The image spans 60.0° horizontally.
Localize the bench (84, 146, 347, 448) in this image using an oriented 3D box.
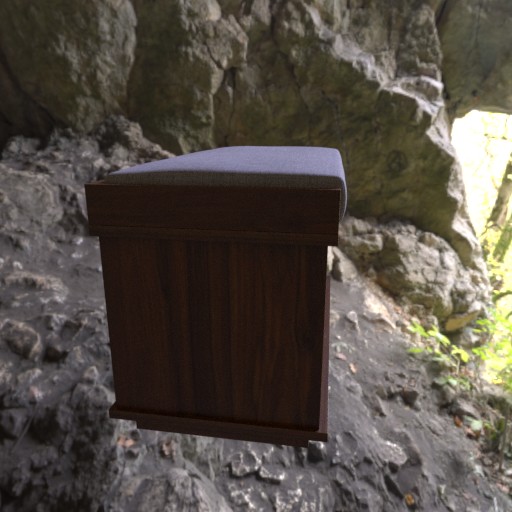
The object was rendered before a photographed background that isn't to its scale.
[{"bbox_3d":[0.000,0.000,0.990,0.362,0.461,0.734,3,17,9],"label":"bench"}]
